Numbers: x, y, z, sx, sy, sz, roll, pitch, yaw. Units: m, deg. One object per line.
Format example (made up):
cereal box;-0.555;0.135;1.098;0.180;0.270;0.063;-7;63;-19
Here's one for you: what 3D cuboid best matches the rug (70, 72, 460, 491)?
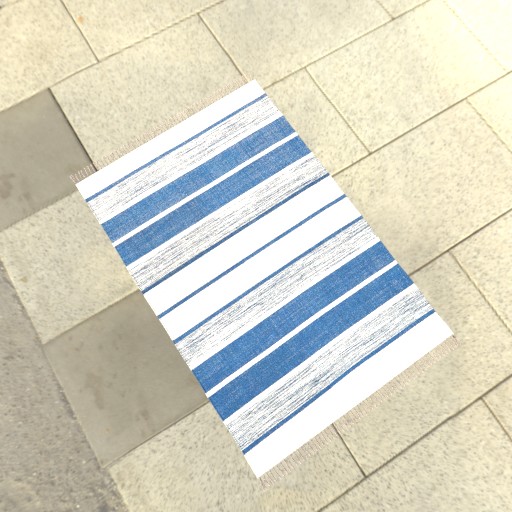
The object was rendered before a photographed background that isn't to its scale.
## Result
rug;0.000;0.000;2.988;1.532;0.010;2.441;-33;78;-8
